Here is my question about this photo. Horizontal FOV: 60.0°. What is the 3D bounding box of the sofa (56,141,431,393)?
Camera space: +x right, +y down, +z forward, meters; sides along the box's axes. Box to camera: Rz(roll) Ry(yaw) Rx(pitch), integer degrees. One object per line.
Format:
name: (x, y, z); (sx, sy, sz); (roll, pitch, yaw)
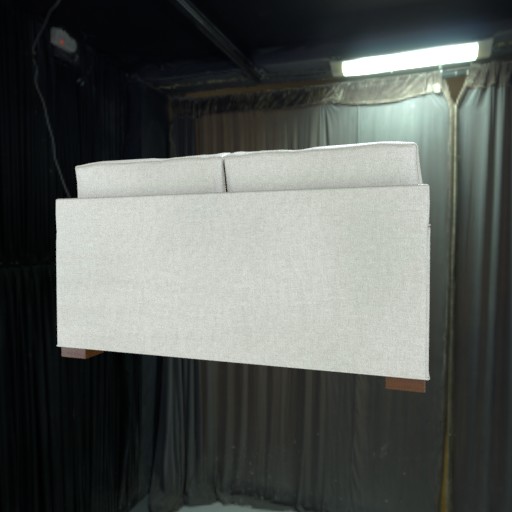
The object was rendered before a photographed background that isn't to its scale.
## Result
sofa: (0.000, 0.000, 2.081); (1.484, 0.853, 0.940); (1, 2, 19)
